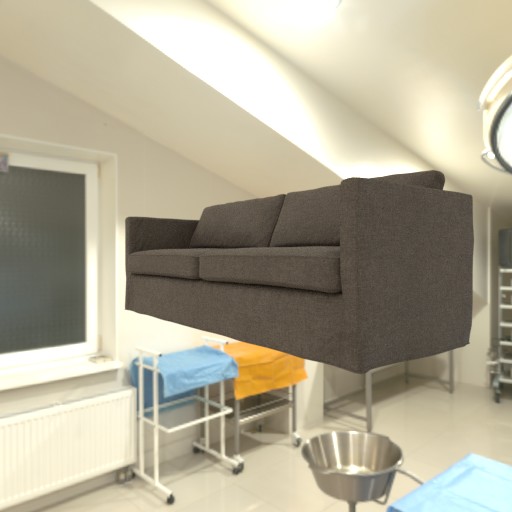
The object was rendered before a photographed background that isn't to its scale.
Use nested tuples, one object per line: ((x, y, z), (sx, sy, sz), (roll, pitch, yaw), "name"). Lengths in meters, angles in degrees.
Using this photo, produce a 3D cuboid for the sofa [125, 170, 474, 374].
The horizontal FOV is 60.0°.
((0.000, 0.000, 3.285), (1.036, 0.998, 2.779), (0, 0, -37), "sofa")
